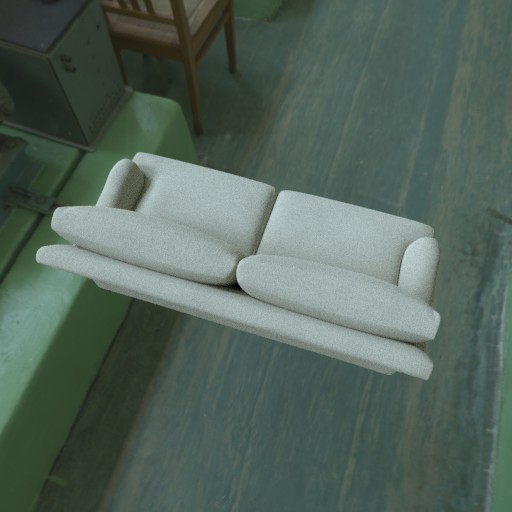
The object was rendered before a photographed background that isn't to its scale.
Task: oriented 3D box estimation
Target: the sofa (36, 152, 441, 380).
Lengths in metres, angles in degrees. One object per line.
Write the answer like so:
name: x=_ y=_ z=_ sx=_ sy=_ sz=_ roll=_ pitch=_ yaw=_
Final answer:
sofa: x=0.000 y=0.000 z=2.688 sx=2.070 sy=0.997 sz=1.091 roll=16 pitch=65 yaw=7
